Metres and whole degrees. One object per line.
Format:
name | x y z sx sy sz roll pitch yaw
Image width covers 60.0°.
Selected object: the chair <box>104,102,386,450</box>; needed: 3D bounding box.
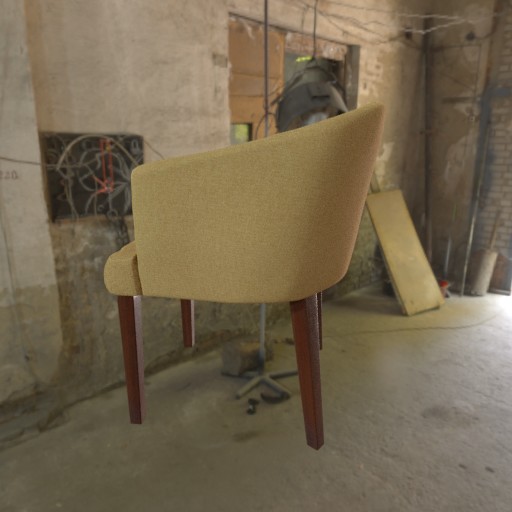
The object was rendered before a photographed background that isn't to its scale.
chair | 0.000 0.000 1.251 0.655 0.811 0.583 2 15 8
